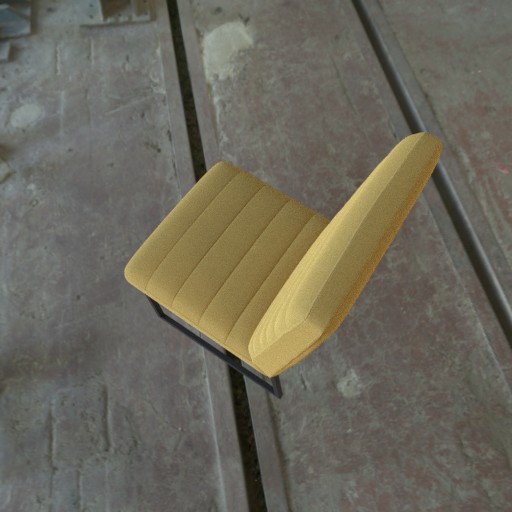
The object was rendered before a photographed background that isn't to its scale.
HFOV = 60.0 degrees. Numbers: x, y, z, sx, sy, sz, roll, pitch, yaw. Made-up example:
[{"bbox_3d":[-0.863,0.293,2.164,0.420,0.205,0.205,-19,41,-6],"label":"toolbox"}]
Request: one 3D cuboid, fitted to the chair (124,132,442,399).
[{"bbox_3d":[0.000,0.000,1.305,0.634,0.930,0.520,31,67,14],"label":"chair"}]
